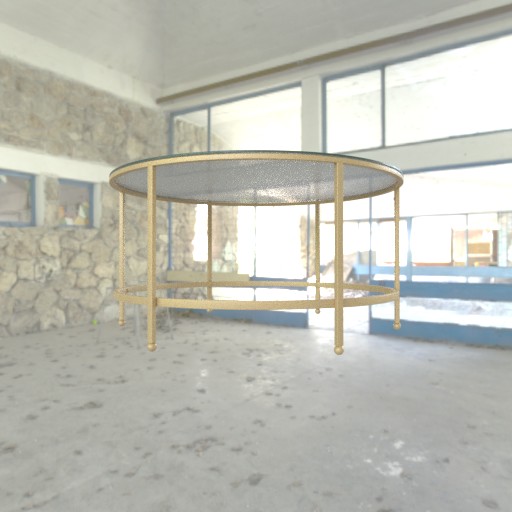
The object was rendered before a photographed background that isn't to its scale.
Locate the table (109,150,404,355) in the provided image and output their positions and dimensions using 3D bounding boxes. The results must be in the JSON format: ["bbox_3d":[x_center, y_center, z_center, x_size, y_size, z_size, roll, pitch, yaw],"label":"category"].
[{"bbox_3d":[0.000,0.000,1.446,0.914,0.470,0.914,0,0,0],"label":"table"}]
